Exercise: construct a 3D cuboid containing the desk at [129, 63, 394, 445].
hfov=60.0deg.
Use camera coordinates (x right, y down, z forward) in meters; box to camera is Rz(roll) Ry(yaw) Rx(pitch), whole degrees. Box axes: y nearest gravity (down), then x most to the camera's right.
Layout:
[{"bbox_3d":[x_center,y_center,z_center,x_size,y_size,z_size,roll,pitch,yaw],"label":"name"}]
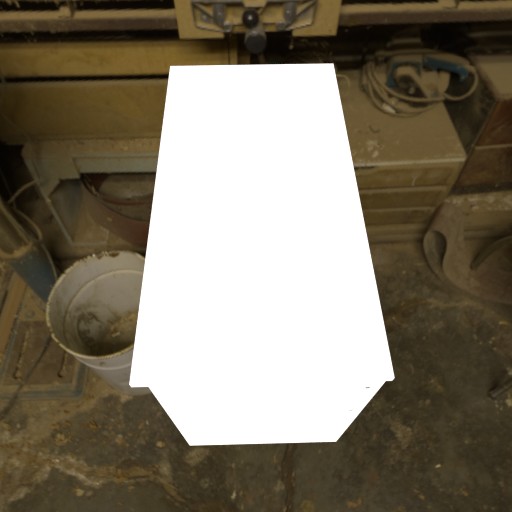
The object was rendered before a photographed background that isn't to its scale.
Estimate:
[{"bbox_3d":[0.000,0.000,1.537,0.560,0.730,1.096,-1,57,-1],"label":"desk"}]
